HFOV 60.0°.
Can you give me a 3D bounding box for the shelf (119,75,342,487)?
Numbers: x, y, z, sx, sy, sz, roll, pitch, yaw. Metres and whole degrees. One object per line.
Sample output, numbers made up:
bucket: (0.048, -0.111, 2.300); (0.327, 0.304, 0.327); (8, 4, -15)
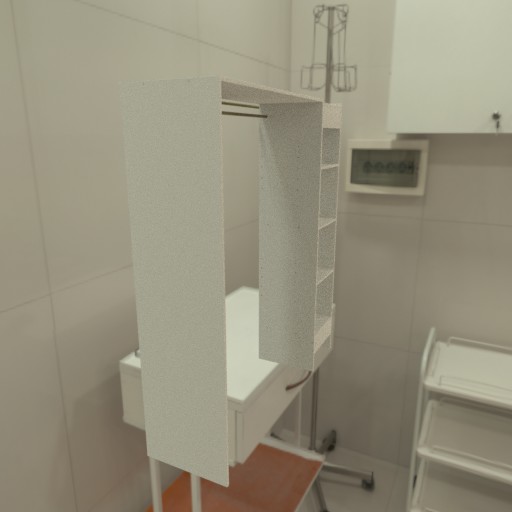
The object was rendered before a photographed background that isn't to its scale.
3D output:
shelf: (0.000, 0.000, 2.647); (0.500, 1.810, 1.600); (7, 17, 26)
